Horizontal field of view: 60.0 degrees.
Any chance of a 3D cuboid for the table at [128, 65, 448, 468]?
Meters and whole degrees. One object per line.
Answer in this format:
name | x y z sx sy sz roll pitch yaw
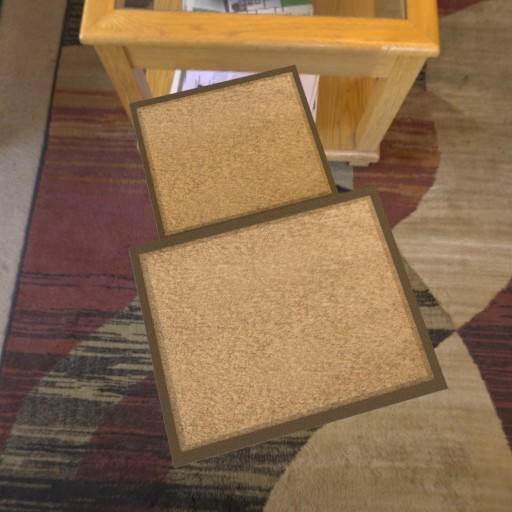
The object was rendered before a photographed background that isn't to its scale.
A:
table | 0.000 0.000 1.139 0.508 0.540 0.788 -15 76 -4
